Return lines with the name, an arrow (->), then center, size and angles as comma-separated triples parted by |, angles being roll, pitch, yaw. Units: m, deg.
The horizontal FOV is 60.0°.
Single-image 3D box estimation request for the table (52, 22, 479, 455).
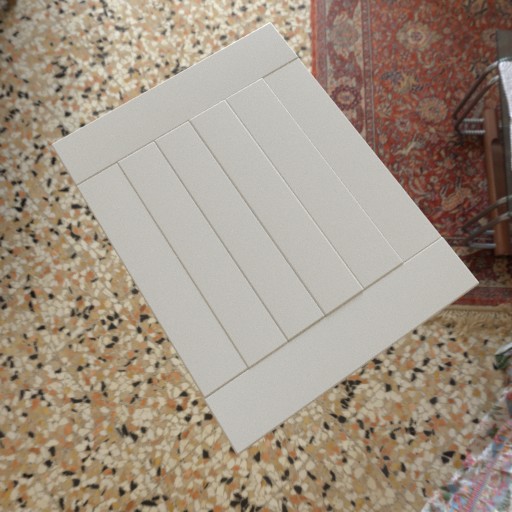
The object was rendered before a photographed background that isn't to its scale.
table -> 0.000, 0.000, 1.029 | 0.463, 0.605, 0.599 | -33, 78, -8
